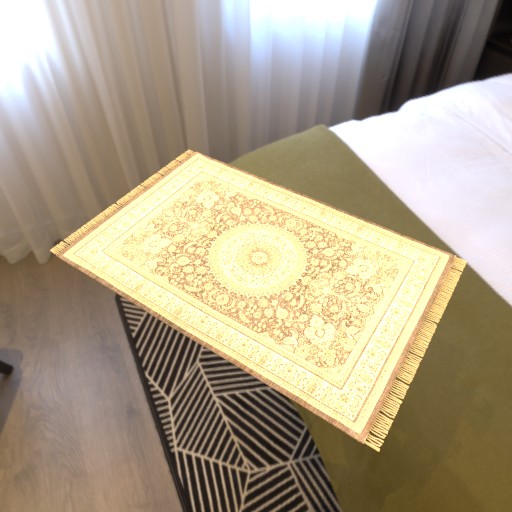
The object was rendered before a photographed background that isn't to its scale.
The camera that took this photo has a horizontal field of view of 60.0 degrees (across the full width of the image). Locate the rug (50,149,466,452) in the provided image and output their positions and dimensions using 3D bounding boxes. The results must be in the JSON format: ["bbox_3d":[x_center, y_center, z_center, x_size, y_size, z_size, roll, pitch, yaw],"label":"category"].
[{"bbox_3d":[0.000,0.000,4.264,3.422,0.015,2.143,26,52,22],"label":"rug"}]
